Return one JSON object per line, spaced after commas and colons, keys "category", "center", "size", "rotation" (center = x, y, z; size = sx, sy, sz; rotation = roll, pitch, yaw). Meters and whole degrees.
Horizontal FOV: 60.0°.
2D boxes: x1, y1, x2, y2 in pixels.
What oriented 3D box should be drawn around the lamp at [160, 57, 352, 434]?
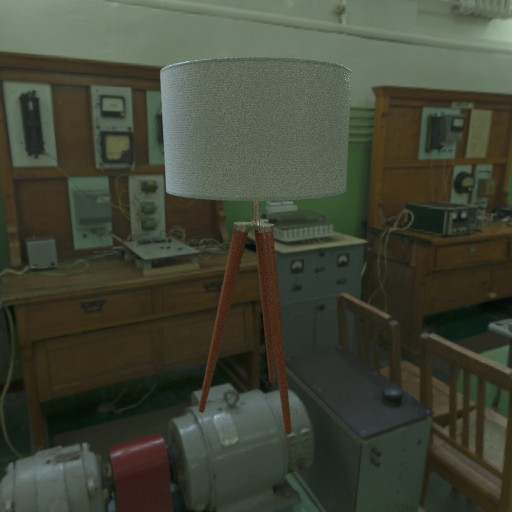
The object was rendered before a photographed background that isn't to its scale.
{"category": "lamp", "center": [0.000, 0.000, 0.926], "size": [0.355, 0.709, 0.354], "rotation": [-8, 16, -27]}
